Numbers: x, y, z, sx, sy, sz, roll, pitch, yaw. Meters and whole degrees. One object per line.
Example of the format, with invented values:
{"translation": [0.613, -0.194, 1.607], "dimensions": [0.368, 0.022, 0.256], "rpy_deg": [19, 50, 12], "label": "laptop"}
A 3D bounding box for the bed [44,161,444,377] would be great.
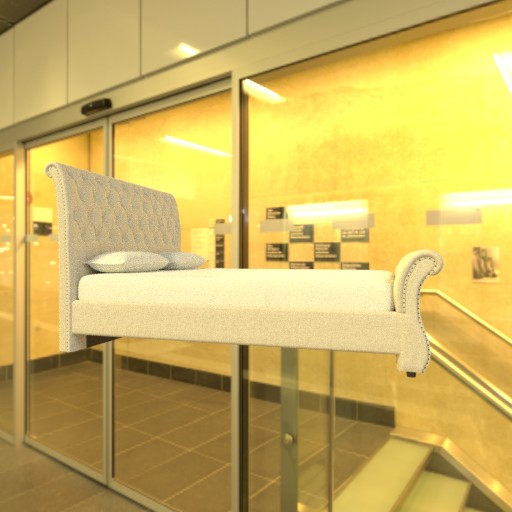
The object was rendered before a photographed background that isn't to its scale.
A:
{"translation": [0.000, 0.000, 3.367], "dimensions": [2.493, 1.268, 1.606], "rpy_deg": [0, 0, 18], "label": "bed"}
